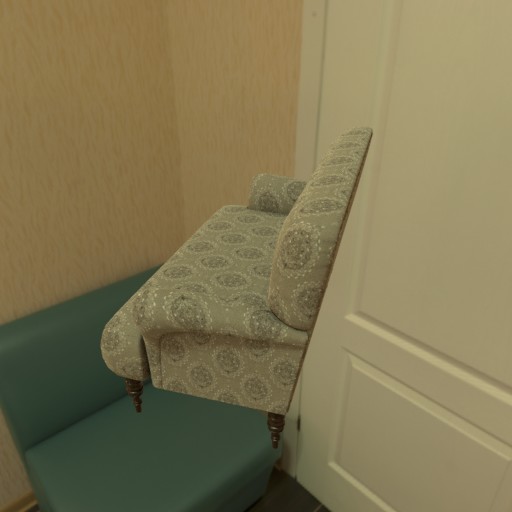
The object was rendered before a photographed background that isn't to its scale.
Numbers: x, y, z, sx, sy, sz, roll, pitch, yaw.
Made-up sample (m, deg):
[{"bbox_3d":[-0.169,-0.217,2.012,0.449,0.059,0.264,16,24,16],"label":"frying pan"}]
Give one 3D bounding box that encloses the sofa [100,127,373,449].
[{"bbox_3d":[0.000,0.000,1.858,0.779,0.889,1.297,8,30,15],"label":"sofa"}]
